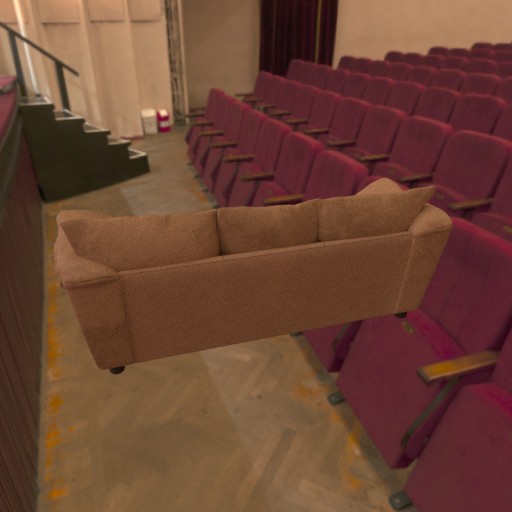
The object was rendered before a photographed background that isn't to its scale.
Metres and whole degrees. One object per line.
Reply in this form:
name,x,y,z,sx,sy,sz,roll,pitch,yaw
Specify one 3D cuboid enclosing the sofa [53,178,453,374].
sofa,0.000,0.000,2.885,2.377,0.981,0.893,-8,29,-15
